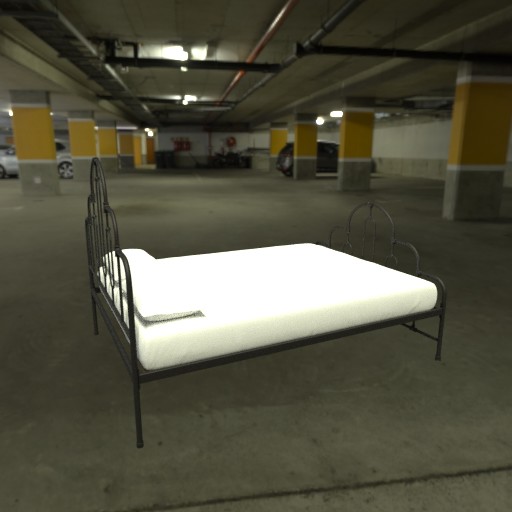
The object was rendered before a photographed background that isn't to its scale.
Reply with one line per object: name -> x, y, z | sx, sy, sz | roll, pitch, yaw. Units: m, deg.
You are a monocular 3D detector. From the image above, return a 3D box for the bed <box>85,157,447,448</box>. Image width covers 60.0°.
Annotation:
bed -> 0.000, 0.000, 3.250 | 2.163, 1.429, 1.640 | -7, 15, -26
